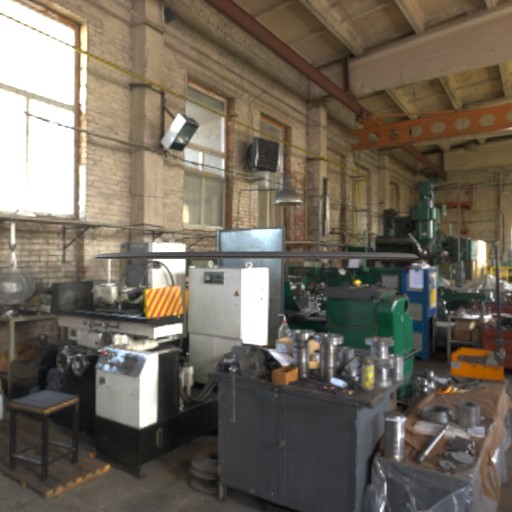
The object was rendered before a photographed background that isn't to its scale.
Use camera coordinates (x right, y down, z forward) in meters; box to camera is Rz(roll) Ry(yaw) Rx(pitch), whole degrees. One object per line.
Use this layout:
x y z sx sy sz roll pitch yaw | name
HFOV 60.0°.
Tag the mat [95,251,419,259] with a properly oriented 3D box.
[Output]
0.000 0.000 1.920 1.525 0.022 0.917 0 -1 1 | mat
